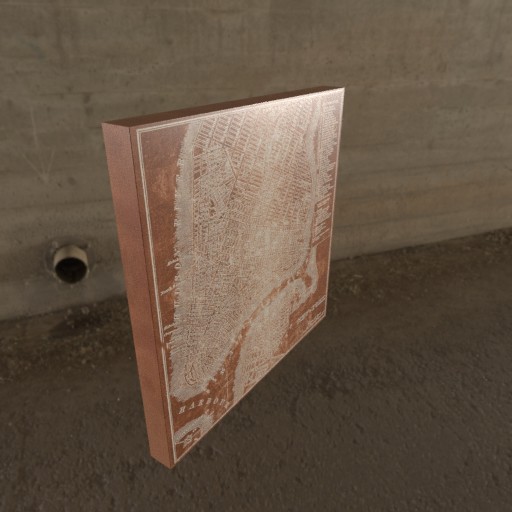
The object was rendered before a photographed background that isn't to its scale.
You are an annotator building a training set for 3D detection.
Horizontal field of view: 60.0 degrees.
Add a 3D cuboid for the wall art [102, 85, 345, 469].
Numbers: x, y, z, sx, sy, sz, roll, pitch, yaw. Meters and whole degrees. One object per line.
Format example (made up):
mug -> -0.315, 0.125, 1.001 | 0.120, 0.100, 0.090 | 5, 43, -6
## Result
wall art -> 0.000, 0.000, 0.602 | 0.035, 0.403, 0.403 | 17, 31, 31
